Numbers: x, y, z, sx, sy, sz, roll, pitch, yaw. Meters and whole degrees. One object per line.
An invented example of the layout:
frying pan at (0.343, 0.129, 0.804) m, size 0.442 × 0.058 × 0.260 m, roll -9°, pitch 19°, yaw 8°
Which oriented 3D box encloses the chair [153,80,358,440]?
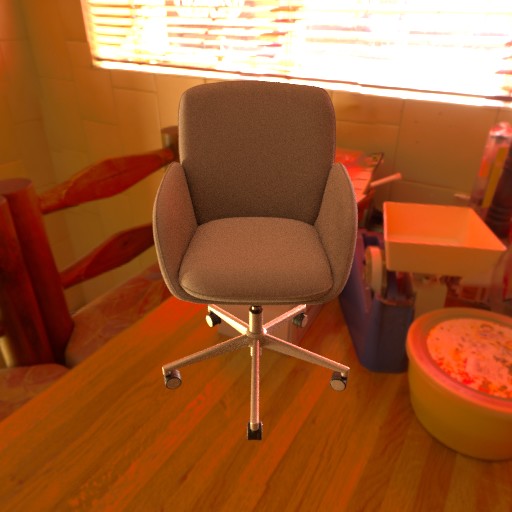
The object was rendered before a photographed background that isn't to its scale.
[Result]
chair at (0.000, 0.000, 1.406) m, size 0.648 × 0.959 × 0.654 m, roll 0°, pitch 30°, yaw 1°
